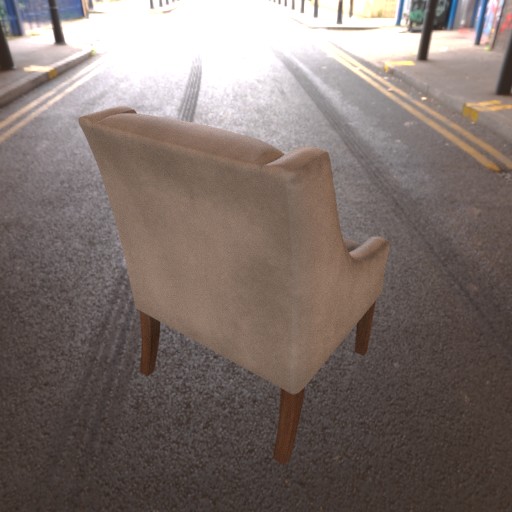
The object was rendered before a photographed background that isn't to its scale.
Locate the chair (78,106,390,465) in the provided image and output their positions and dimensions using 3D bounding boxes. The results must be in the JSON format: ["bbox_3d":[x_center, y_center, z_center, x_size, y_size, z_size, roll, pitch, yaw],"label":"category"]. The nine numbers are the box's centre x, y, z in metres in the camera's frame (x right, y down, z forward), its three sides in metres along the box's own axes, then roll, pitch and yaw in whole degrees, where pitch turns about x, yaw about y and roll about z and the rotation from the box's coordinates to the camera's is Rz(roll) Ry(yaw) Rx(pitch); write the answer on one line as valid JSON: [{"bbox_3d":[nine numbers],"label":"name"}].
[{"bbox_3d":[0.000,0.000,1.345,0.629,0.895,0.629,21,38,30],"label":"chair"}]
